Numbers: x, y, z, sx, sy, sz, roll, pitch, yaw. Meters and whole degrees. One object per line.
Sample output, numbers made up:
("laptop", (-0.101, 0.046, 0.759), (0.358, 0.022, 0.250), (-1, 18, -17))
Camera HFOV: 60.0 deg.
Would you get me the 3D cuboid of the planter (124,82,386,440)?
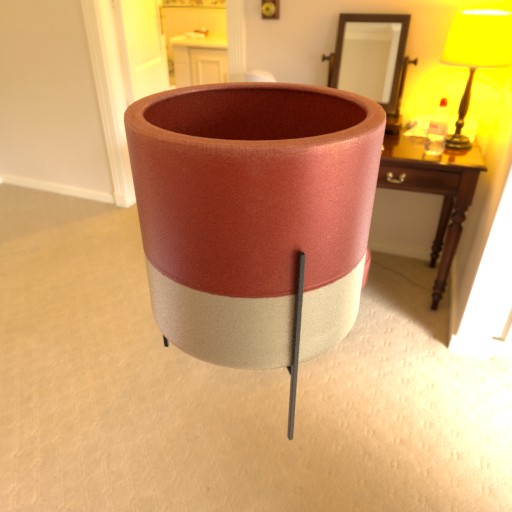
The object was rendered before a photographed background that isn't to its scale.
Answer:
("planter", (0.000, 0.000, 0.709), (0.345, 0.465, 0.354), (-10, 33, -15))
